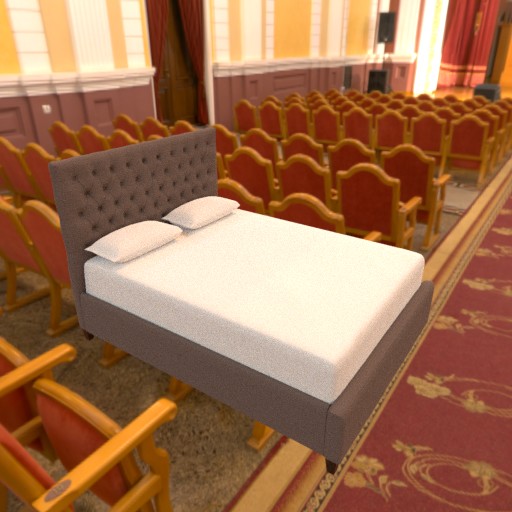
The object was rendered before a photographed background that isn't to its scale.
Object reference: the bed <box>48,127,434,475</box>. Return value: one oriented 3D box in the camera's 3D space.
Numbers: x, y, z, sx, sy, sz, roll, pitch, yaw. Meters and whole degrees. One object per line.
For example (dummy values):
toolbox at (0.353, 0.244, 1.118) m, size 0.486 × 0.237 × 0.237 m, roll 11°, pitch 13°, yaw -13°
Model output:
bed at (0.000, 0.000, 3.273) m, size 2.233 × 1.426 × 1.696 m, roll 17°, pitch 30°, yaw 31°
